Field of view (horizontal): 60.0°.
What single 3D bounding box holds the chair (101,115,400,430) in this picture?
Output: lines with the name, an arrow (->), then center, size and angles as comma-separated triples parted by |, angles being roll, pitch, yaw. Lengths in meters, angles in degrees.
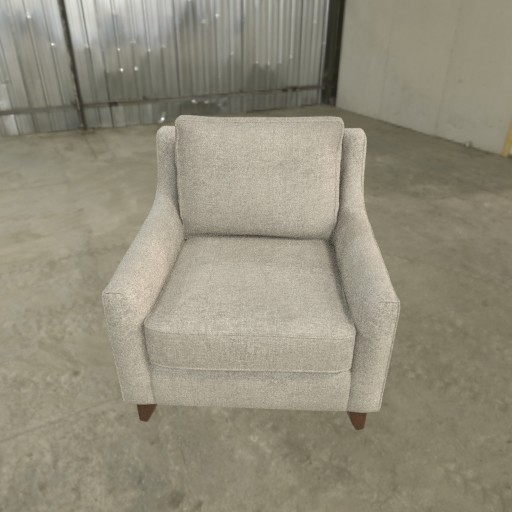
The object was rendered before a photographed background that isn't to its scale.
chair -> 0.000, 0.000, 1.582 | 0.838, 0.864, 0.918 | 1, 30, 2
